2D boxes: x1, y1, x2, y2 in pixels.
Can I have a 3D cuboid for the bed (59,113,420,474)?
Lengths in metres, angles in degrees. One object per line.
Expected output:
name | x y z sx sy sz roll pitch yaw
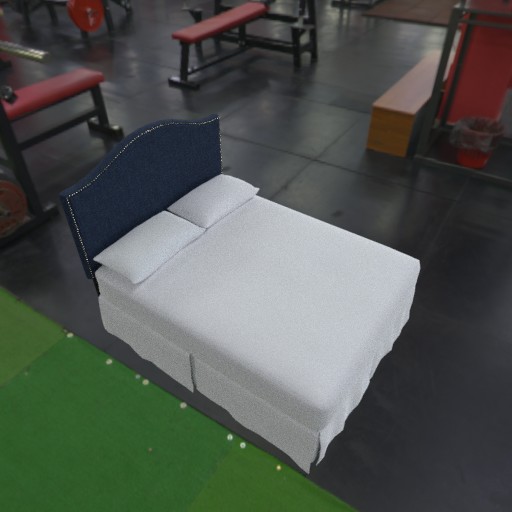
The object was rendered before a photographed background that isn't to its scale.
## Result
bed | 0.000 0.000 3.352 2.153 1.518 1.725 25 47 26
